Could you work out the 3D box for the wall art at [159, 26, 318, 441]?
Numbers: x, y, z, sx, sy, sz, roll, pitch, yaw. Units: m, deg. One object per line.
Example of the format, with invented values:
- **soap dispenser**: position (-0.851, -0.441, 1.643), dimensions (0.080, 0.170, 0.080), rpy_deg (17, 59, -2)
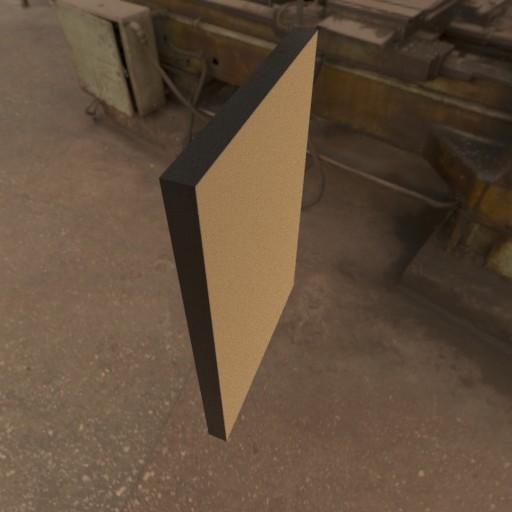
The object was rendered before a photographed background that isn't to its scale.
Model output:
- **wall art**: position (0.000, 0.000, 0.577), dimensions (0.031, 0.457, 0.313), rpy_deg (16, 48, 14)
